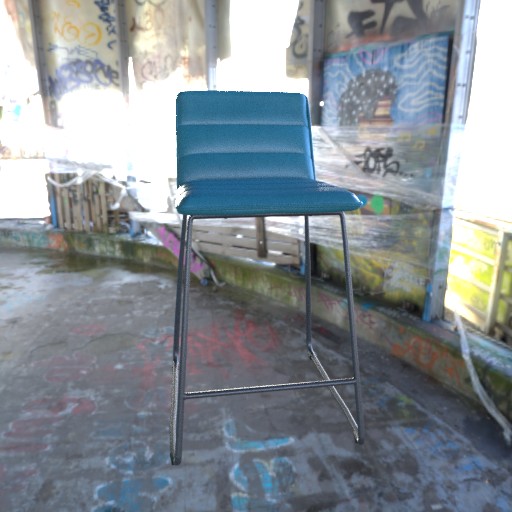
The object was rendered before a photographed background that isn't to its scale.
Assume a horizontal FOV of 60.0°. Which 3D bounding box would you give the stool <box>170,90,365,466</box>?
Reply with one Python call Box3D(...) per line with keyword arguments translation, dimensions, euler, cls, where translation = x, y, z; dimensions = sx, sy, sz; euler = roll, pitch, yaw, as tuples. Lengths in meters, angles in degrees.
Box3D(translation=(0.000, 0.000, 1.174), dimensions=(0.489, 0.866, 0.524), euler=(-2, 16, -9), cls="stool")
